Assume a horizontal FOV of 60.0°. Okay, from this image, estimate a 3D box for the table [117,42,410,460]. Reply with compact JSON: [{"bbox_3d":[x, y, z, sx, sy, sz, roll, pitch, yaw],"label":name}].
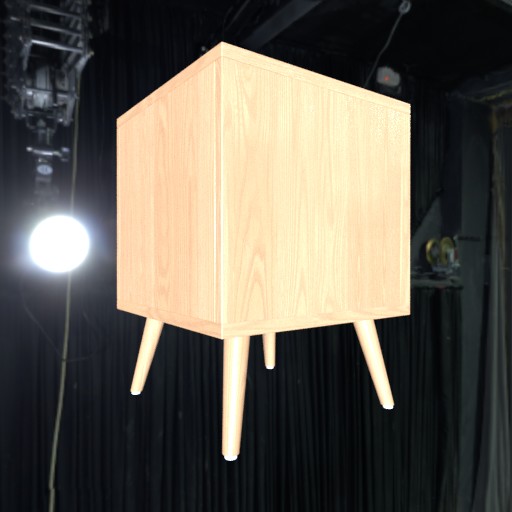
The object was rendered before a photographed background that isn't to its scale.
[{"bbox_3d":[0.000,0.000,0.846,0.400,0.550,0.400,0,0,-36],"label":"table"}]
